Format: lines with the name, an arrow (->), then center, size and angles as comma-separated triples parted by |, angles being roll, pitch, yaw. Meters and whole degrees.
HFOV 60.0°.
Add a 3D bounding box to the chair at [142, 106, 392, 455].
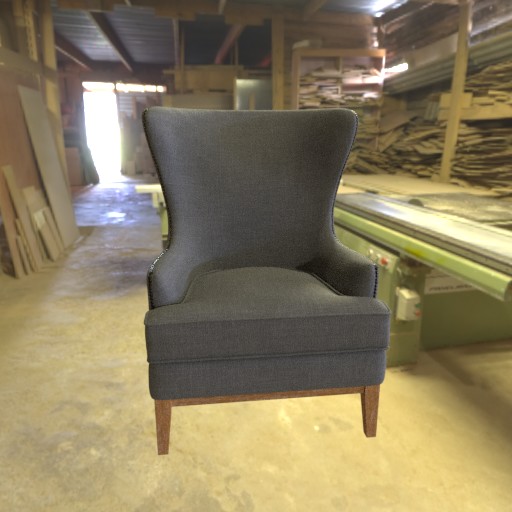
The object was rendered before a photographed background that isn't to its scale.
chair -> 0.000, 0.000, 1.807 | 0.864, 1.176, 0.883 | -2, 15, -7
